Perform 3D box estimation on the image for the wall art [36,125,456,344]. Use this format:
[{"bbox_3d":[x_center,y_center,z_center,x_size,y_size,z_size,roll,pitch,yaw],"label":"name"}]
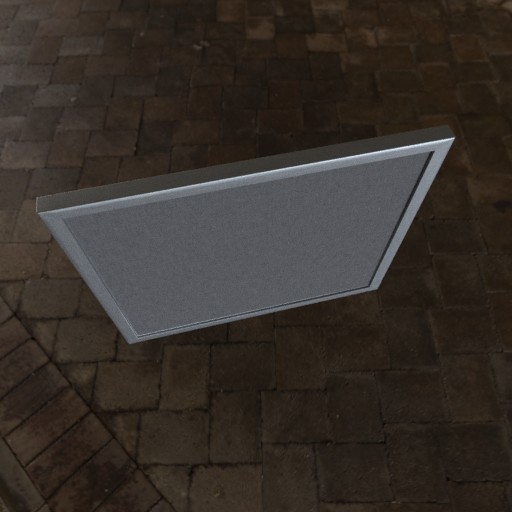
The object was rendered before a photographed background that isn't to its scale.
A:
[{"bbox_3d":[0.000,0.000,0.774,0.556,0.457,0.028,-12,59,-7],"label":"wall art"}]
